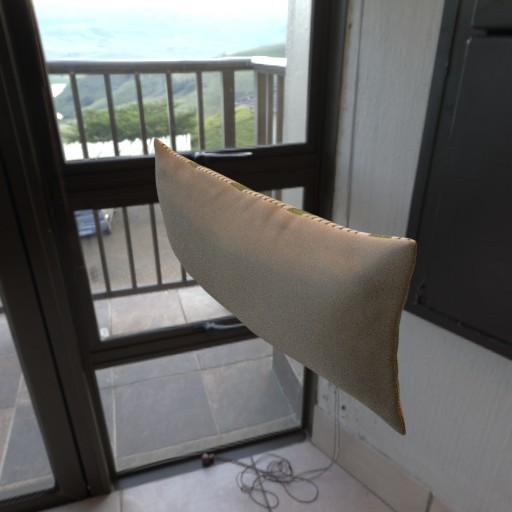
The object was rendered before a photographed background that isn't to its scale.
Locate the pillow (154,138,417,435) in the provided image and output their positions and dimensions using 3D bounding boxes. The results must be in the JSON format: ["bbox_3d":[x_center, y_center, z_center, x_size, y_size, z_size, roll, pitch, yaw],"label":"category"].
[{"bbox_3d":[0.000,0.000,0.721,0.156,0.292,0.608,-17,31,-31],"label":"pillow"}]
